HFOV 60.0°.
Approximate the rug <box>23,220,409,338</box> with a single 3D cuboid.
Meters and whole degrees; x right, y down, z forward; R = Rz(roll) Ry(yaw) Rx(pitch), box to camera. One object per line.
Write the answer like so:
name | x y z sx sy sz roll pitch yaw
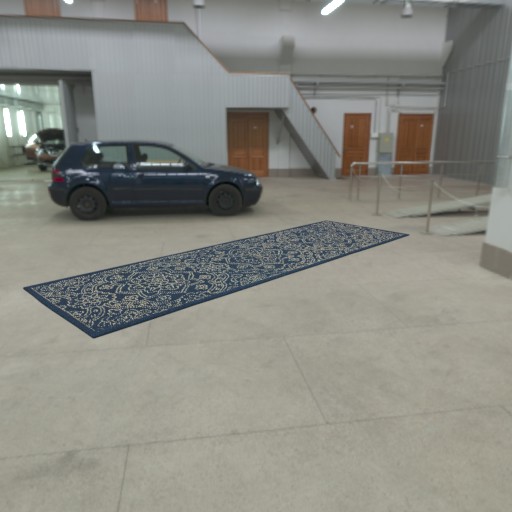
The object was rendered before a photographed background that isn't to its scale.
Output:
rug | 0.000 0.000 2.718 2.448 0.012 0.769 -15 21 -43
